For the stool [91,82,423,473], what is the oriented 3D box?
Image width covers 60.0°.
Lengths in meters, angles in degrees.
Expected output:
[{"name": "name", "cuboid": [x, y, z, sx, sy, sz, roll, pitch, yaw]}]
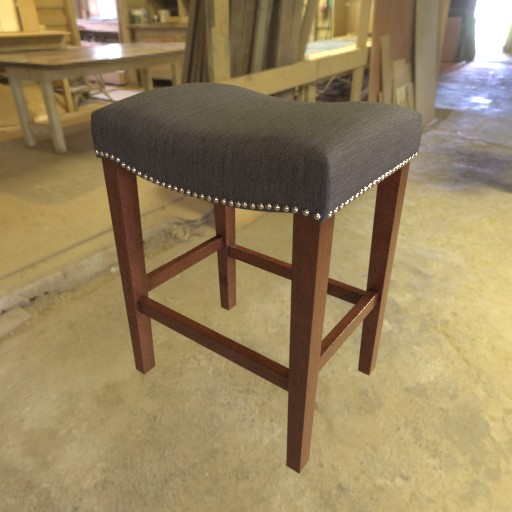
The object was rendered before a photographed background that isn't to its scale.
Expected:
[{"name": "stool", "cuboid": [0.000, 0.000, 0.952, 0.504, 0.654, 0.372, 20, 35, 31]}]
